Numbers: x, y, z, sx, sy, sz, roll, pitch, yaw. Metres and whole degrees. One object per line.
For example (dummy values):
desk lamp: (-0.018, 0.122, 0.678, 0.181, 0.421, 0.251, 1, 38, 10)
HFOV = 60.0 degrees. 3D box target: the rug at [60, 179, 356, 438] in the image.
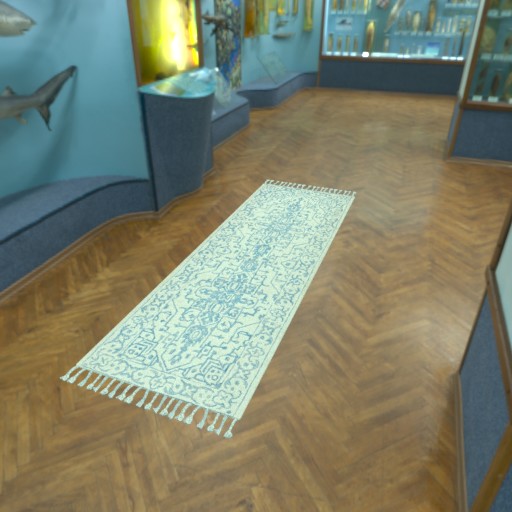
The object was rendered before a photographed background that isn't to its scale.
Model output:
rug: (0.000, 0.000, 2.674, 0.774, 0.011, 2.449, 11, 32, 19)
